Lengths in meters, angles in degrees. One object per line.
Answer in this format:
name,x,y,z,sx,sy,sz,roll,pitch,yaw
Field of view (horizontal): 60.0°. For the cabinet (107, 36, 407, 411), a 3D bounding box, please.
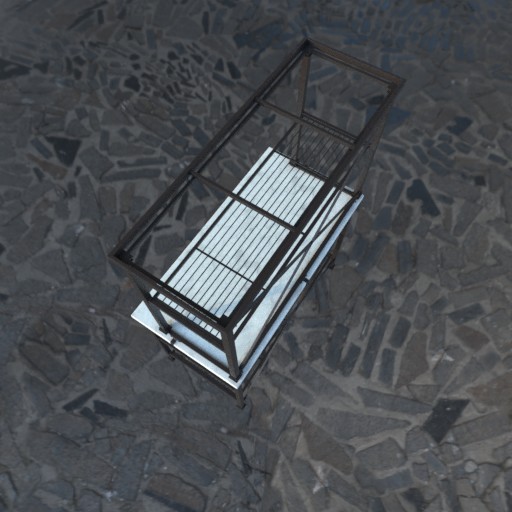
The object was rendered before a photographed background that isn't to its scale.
cabinet,0.000,0.000,2.273,0.610,1.659,1.210,30,67,14
